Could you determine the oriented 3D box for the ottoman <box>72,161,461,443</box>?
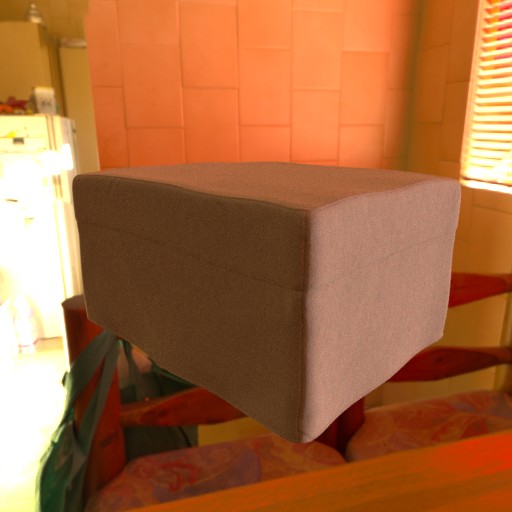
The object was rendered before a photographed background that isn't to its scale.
[{"bbox_3d":[0.000,0.000,1.213,0.833,0.461,0.648,15,22,42],"label":"ottoman"}]
